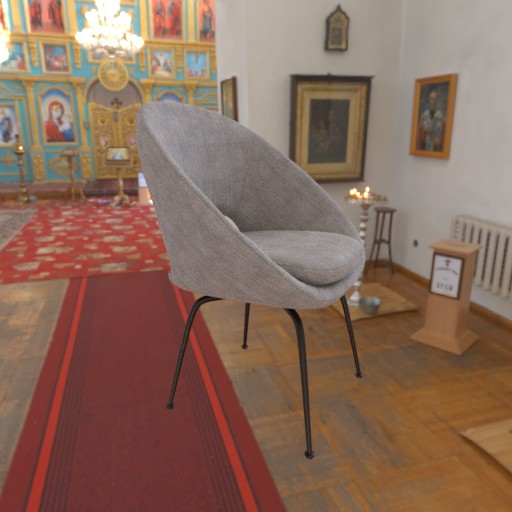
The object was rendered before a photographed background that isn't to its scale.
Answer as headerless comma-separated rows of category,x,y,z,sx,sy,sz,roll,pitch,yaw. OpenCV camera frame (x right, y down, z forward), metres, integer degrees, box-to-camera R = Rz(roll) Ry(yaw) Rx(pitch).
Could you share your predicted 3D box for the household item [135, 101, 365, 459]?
household item,0.000,0.000,1.296,0.587,0.869,0.643,8,16,28
